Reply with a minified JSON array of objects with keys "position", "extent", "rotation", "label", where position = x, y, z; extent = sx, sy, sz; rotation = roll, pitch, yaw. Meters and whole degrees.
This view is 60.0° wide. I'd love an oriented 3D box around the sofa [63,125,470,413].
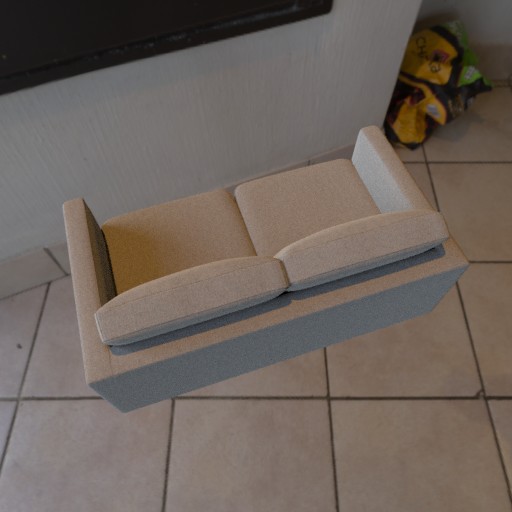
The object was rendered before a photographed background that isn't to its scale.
[{"position":[0.000,0.000,2.338],"extent":[1.731,0.900,1.000],"rotation":[-16,61,-9],"label":"sofa"}]
